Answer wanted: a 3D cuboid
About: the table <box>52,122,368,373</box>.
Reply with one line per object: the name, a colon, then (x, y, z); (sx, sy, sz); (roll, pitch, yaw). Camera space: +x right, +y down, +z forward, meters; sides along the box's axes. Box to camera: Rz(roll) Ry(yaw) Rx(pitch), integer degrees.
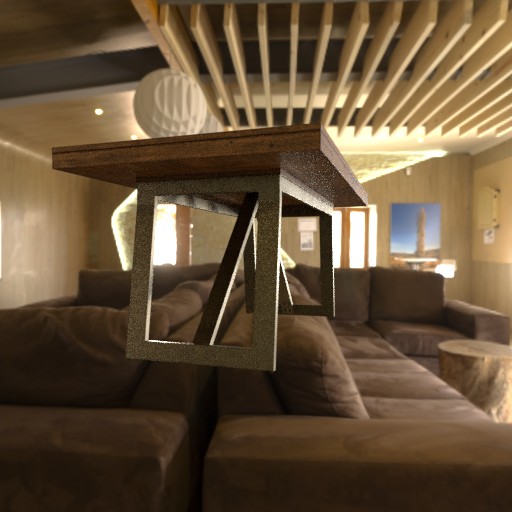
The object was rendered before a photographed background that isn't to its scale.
table: (0.000, 0.000, 2.159); (0.931, 0.757, 1.641); (0, 1, 19)
